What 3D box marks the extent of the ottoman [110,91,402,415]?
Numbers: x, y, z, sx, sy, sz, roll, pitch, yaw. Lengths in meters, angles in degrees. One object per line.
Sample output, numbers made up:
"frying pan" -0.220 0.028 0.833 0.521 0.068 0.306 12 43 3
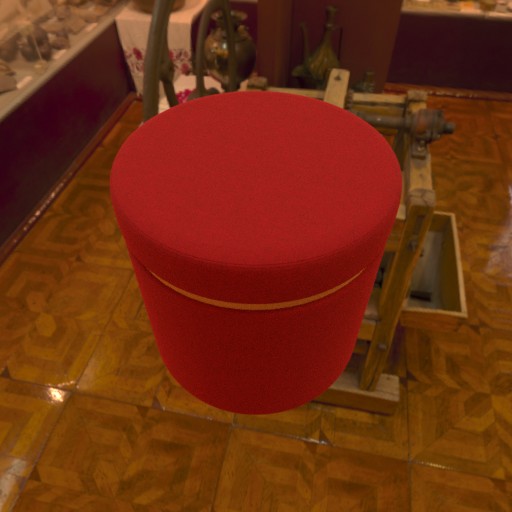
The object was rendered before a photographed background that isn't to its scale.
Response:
"ottoman" 0.000 0.000 0.753 0.400 0.406 0.400 0 47 0
